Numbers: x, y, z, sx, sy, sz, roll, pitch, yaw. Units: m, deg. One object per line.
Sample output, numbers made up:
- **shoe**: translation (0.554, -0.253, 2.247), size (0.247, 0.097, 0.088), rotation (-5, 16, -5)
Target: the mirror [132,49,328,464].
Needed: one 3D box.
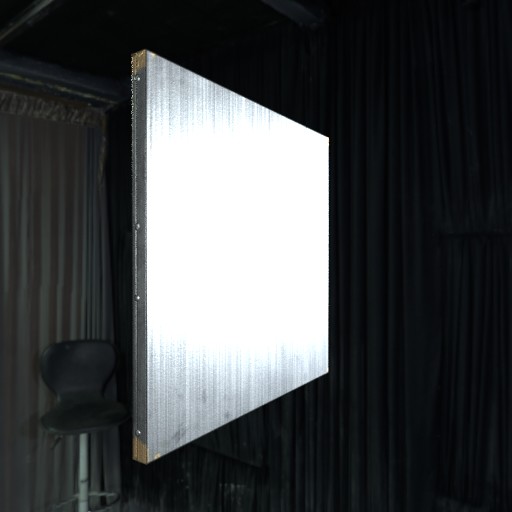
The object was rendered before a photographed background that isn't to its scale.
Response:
- **mirror**: translation (0.000, 0.000, 0.567), size (0.020, 0.381, 0.382), rotation (0, 1, 35)
